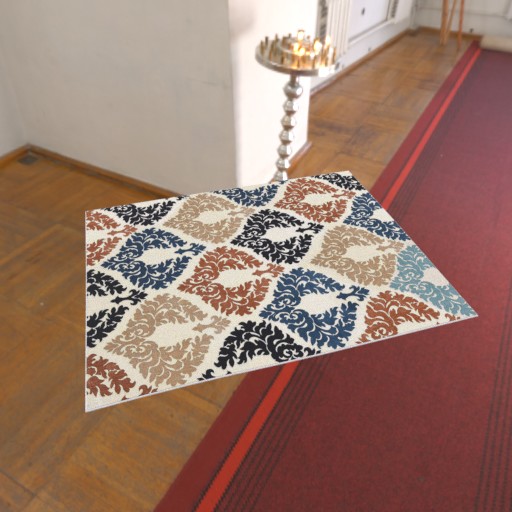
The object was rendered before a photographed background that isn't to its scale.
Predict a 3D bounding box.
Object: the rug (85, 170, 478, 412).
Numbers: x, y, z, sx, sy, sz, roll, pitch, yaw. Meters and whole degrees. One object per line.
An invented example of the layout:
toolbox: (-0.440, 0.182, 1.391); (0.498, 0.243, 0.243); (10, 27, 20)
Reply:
rug: (0.000, 0.000, 4.116); (3.040, 0.014, 2.423); (-11, 42, -12)
